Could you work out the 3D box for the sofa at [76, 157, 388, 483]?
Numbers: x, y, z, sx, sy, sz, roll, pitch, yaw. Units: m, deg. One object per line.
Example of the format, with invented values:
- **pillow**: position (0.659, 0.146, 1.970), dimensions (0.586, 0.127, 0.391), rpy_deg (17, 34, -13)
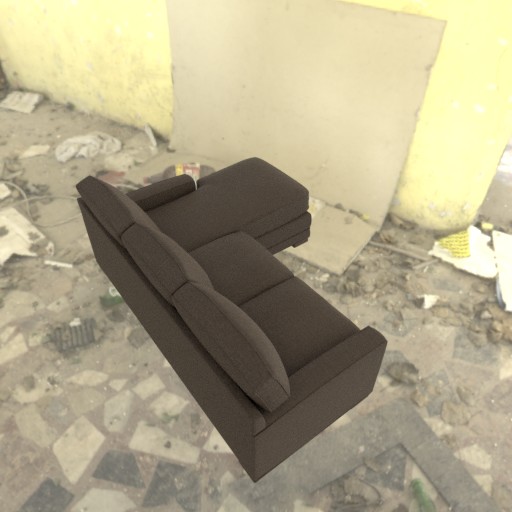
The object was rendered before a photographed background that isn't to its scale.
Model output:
- **sofa**: position (0.000, 0.000, 3.350), dimensions (1.790, 0.973, 2.370), rpy_deg (-26, 48, -27)
